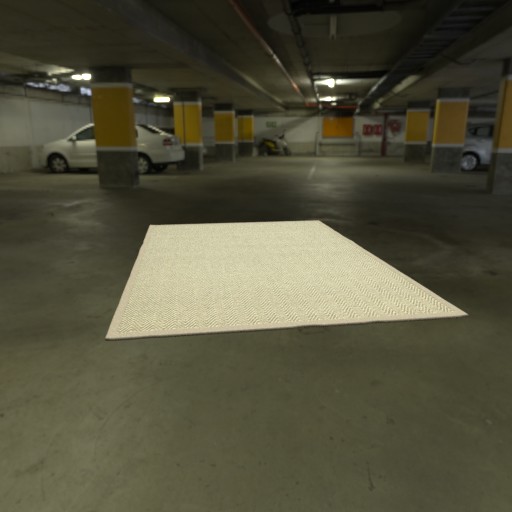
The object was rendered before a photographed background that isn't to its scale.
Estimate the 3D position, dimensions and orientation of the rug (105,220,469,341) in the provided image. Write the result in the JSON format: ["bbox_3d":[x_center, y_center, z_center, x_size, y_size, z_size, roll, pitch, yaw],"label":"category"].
[{"bbox_3d":[0.000,0.000,2.916,1.540,0.021,2.290,-2,15,-8],"label":"rug"}]
